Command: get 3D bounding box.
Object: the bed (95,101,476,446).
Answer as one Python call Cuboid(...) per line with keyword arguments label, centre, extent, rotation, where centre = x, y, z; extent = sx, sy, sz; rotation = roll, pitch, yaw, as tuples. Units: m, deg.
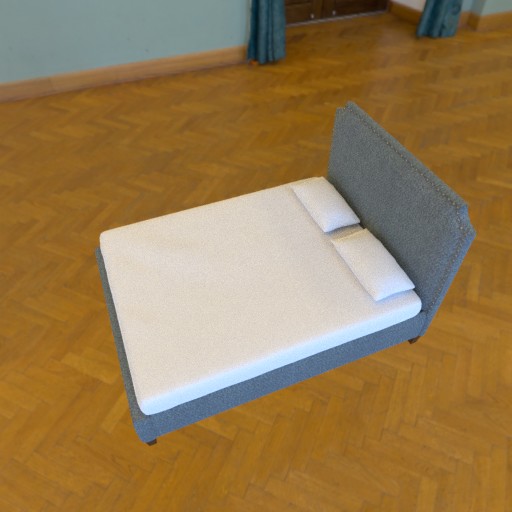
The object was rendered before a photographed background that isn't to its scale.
Cuboid(label="bed", centre=(0.000, 0.000, 3.447), extent=(2.372, 1.443, 1.712), rotation=(-17, 49, -15))
